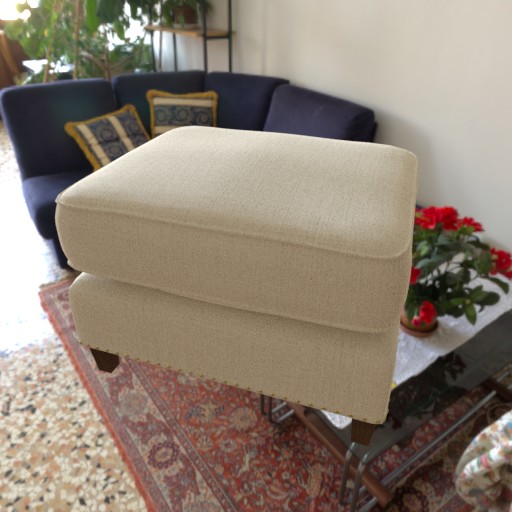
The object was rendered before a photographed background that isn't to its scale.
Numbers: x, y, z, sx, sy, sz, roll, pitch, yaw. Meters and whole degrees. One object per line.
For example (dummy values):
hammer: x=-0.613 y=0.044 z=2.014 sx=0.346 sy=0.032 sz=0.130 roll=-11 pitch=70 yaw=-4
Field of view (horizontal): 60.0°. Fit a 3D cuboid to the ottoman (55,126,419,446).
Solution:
ottoman: x=0.000 y=0.000 z=1.121 sx=0.738 sy=0.537 sz=0.589 roll=10 pitch=33 yaw=16
